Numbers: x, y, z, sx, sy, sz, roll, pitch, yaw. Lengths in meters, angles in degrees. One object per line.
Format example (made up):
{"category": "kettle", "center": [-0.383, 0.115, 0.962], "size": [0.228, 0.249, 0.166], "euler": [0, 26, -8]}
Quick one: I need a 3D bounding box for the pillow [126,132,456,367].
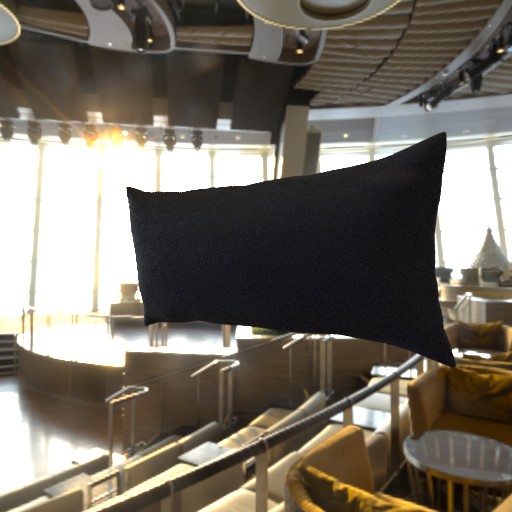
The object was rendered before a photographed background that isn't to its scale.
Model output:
{"category": "pillow", "center": [0.000, 0.000, 0.732], "size": [0.608, 0.292, 0.156], "euler": [-1, -1, 36]}
